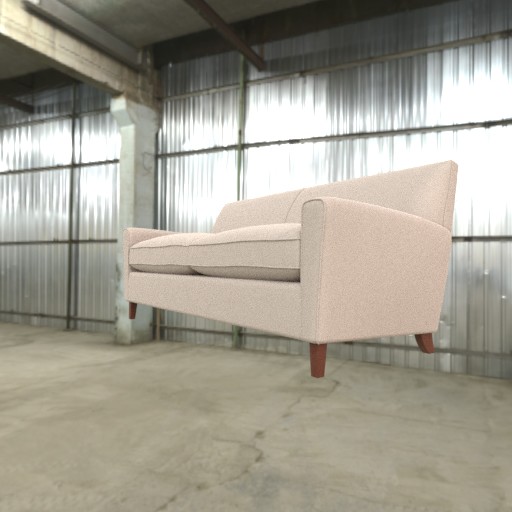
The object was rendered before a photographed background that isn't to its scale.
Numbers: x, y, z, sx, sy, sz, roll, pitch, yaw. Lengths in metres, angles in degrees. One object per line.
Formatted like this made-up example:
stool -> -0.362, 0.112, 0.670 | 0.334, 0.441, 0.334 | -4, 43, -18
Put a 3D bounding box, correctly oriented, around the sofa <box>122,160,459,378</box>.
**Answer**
sofa -> 0.000, 0.000, 2.495 | 0.875, 0.846, 2.000 | 0, 0, -36
